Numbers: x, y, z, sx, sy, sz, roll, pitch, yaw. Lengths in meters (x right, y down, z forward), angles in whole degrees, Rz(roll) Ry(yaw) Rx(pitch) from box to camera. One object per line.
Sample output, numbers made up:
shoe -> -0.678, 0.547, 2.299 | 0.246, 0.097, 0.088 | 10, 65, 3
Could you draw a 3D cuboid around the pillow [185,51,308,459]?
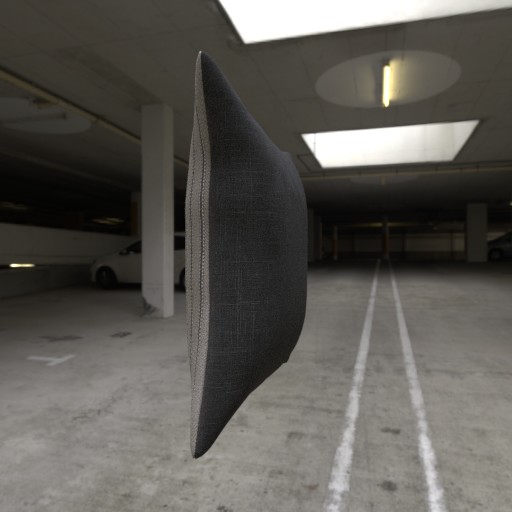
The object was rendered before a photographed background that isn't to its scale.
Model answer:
pillow -> 0.000, 0.000, 0.703 | 0.138, 0.444, 0.468 | 0, -1, 16
